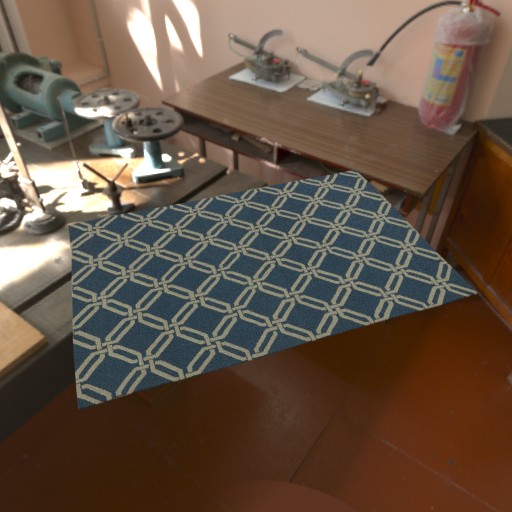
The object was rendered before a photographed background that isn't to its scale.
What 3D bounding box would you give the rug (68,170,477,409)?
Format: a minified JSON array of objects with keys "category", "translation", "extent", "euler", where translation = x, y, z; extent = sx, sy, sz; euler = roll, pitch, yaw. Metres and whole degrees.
[{"category":"rug","translation":[0.000,0.000,2.200],"extent":[1.755,0.010,1.153],"euler":[-13,43,-14]}]
